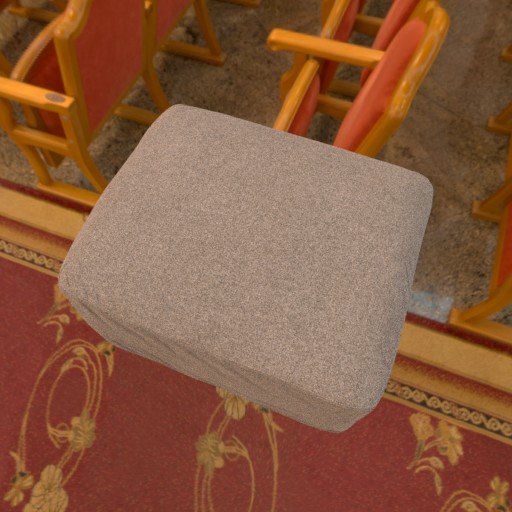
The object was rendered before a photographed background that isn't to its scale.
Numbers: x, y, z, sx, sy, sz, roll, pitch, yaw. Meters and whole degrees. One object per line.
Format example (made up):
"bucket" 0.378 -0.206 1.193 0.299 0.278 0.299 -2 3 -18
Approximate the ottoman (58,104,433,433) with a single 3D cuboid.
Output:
"ottoman" 0.000 0.000 1.246 0.837 0.481 0.683 19 64 10
